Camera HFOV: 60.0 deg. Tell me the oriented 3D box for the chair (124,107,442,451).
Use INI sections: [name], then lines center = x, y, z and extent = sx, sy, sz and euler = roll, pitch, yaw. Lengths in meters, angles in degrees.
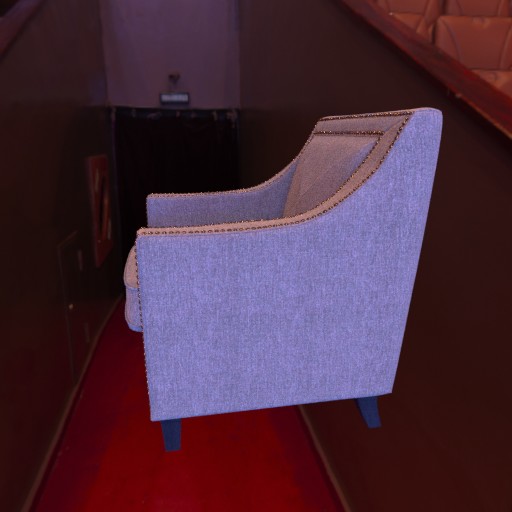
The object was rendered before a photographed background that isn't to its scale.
[chair]
center = 0.000, 0.000, 1.563
extent = 0.884, 0.967, 0.776
euler = -3, 16, -11
